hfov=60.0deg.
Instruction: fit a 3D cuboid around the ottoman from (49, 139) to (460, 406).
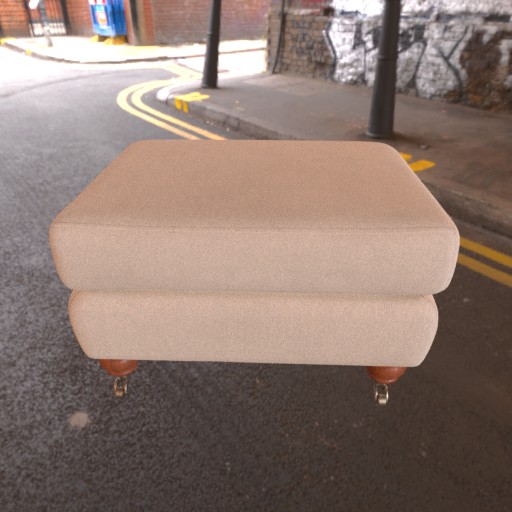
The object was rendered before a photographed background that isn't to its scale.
[{"bbox_3d":[0.000,0.000,1.123,0.773,0.499,0.569,1,30,2],"label":"ottoman"}]
